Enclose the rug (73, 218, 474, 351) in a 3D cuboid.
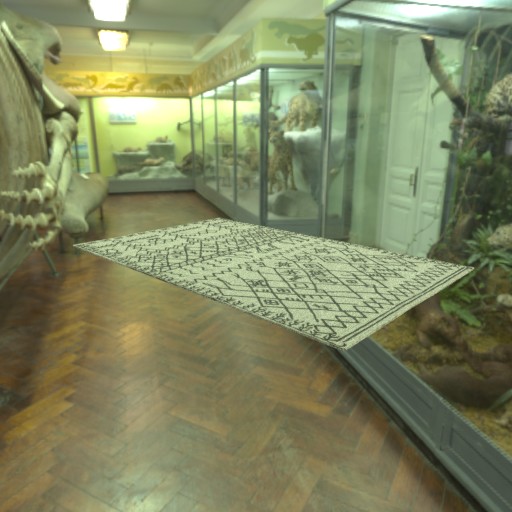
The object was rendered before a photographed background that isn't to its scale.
[{"bbox_3d":[0.000,0.000,4.909,3.824,0.019,2.393,15,21,42],"label":"rug"}]
